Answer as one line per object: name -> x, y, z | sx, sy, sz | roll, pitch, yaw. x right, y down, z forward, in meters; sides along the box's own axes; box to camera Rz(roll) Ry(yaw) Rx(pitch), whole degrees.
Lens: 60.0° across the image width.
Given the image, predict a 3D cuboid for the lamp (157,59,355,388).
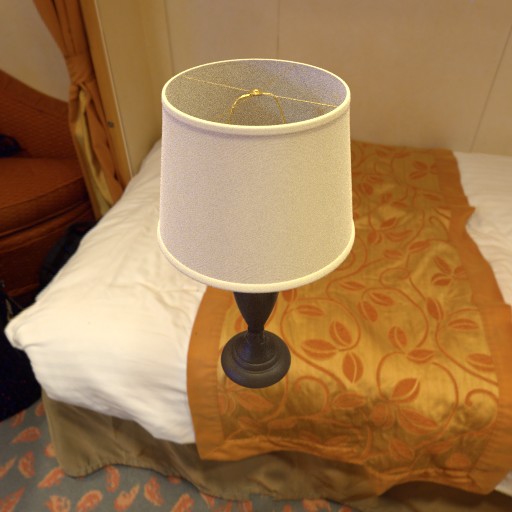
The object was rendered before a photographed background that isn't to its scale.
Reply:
lamp -> 0.000, 0.000, 0.810 | 0.335, 0.611, 0.335 | 0, 41, 0
